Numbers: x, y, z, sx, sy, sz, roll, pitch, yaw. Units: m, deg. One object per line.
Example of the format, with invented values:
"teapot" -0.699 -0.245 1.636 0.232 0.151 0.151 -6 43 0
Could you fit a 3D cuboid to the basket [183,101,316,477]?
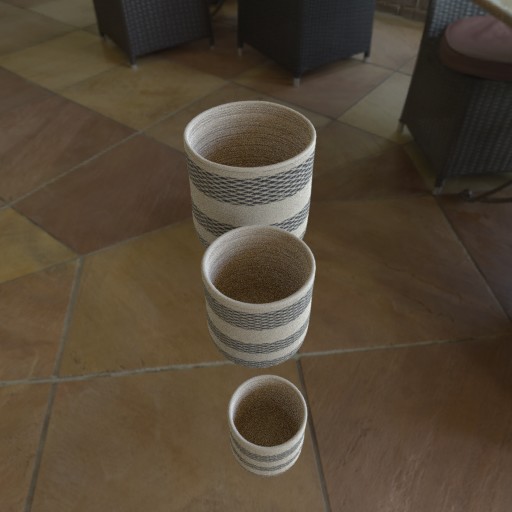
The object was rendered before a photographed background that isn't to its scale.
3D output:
"basket" 0.000 0.000 1.085 0.351 0.356 0.917 -2 46 -2
